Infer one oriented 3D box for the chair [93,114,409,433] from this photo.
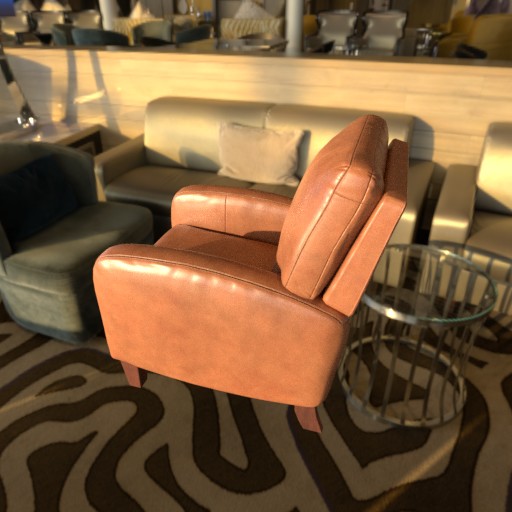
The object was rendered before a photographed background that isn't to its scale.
[{"bbox_3d":[0.000,0.000,1.701,0.990,0.990,0.762,9,31,15],"label":"chair"}]
